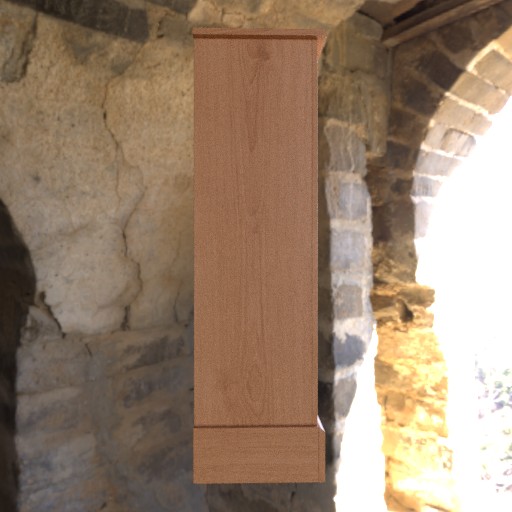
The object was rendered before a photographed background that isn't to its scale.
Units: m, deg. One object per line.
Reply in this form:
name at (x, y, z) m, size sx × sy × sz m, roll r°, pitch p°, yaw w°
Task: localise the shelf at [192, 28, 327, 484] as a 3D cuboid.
shelf at (0.000, 0.000, 1.373) m, size 0.291 × 0.980 × 0.840 m, roll 0°, pitch 0°, yaw -1°
